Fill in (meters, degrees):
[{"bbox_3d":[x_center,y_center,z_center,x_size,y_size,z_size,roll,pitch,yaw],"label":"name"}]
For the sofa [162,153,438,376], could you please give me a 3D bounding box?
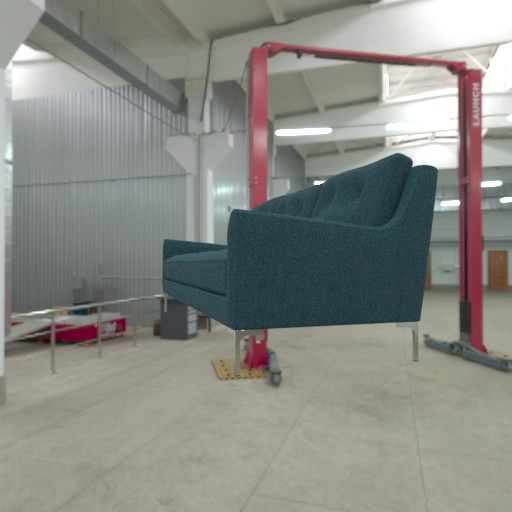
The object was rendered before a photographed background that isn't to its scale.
[{"bbox_3d":[0.000,0.000,2.567,0.849,0.837,2.060,0,-1,-18],"label":"sofa"}]
